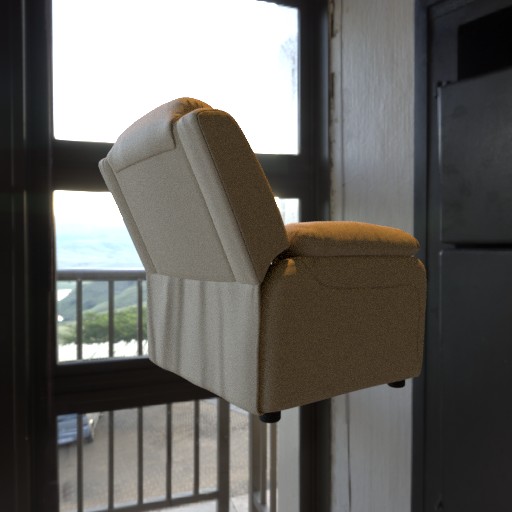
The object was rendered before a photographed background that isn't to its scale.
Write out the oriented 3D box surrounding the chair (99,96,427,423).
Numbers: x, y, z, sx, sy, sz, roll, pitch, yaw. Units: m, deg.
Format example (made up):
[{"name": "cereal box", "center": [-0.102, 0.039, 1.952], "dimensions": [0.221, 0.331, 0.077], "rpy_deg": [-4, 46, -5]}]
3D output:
[{"name": "chair", "center": [0.000, 0.000, 1.240], "dimensions": [0.709, 0.702, 0.680], "rpy_deg": [-1, 1, -36]}]
